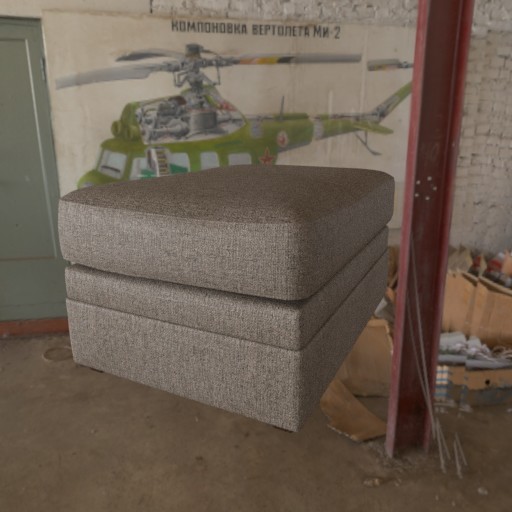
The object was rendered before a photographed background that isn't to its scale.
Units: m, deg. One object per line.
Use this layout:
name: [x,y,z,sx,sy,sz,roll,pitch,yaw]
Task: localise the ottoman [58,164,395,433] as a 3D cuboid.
ottoman: [0.000,0.000,1.282,0.637,0.478,0.885,8,18,26]
